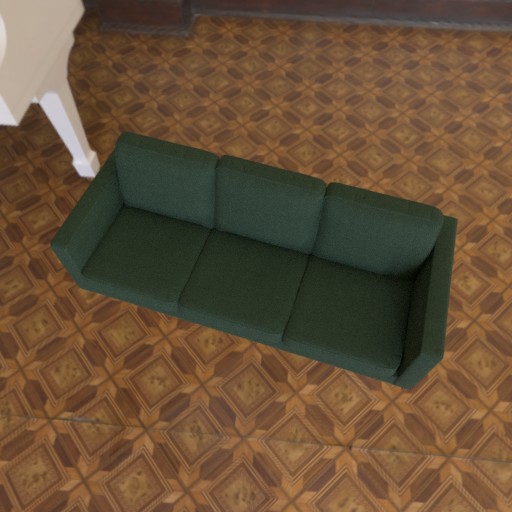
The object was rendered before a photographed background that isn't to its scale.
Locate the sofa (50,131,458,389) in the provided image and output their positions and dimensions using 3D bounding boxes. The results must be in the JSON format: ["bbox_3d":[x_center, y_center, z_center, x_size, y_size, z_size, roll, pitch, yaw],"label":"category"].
[{"bbox_3d":[0.000,0.000,2.544,2.029,0.899,0.879,15,59,9],"label":"sofa"}]
